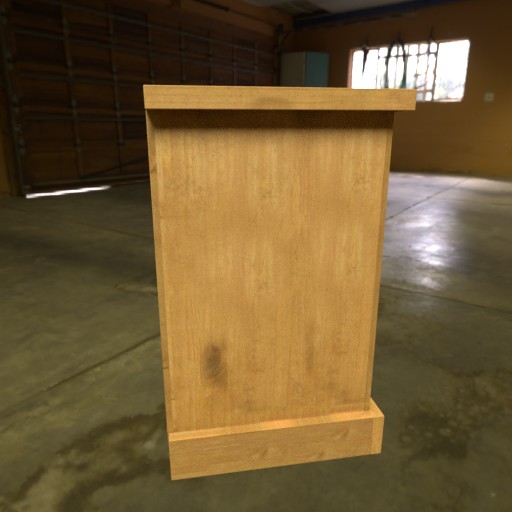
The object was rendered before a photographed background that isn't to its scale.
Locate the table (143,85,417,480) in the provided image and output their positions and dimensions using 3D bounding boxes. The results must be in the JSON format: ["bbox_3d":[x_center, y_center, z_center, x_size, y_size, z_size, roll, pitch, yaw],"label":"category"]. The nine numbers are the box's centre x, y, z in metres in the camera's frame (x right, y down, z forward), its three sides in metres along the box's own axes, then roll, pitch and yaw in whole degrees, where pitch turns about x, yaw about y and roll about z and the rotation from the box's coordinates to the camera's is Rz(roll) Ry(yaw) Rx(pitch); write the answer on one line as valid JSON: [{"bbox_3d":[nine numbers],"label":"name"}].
[{"bbox_3d":[0.000,0.000,1.209,0.500,0.813,0.660,-3,17,-10],"label":"table"}]
